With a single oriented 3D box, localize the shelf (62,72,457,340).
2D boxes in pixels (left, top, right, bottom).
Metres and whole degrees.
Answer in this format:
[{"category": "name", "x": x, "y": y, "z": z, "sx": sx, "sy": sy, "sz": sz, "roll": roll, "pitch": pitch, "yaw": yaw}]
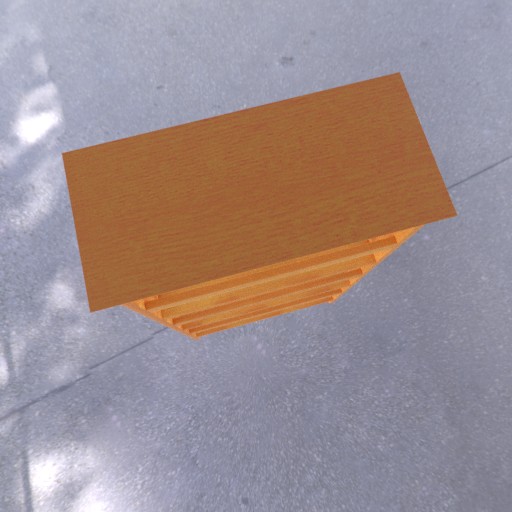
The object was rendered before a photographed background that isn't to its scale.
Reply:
[{"category": "shelf", "x": 0.000, "y": 0.000, "z": 1.319, "sx": 0.660, "sy": 1.067, "sz": 0.305, "roll": -15, "pitch": 76, "yaw": -4}]
